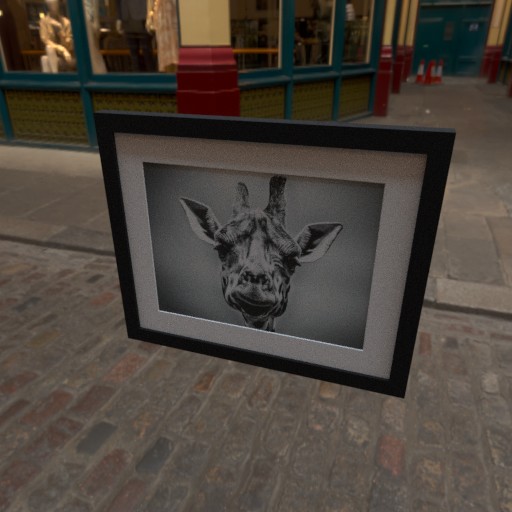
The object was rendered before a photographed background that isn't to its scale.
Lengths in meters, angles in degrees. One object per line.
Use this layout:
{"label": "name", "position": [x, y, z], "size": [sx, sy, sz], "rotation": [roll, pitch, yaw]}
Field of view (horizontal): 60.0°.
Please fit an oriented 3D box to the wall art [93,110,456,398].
{"label": "wall art", "position": [0.000, 0.000, 0.768], "size": [0.558, 0.457, 0.031], "rotation": [8, 27, 16]}
